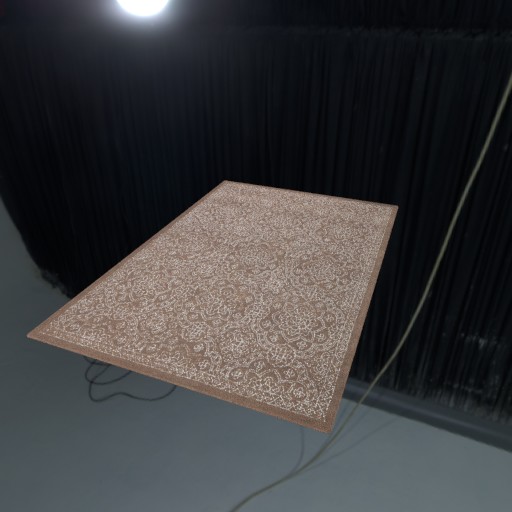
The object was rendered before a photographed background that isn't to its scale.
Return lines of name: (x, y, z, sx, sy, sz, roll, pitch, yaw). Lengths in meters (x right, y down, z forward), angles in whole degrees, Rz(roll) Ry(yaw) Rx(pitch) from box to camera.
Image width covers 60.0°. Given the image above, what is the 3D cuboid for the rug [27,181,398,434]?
rug: (0.000, 0.000, 2.848, 1.524, 0.011, 2.286, 11, 32, 19)
